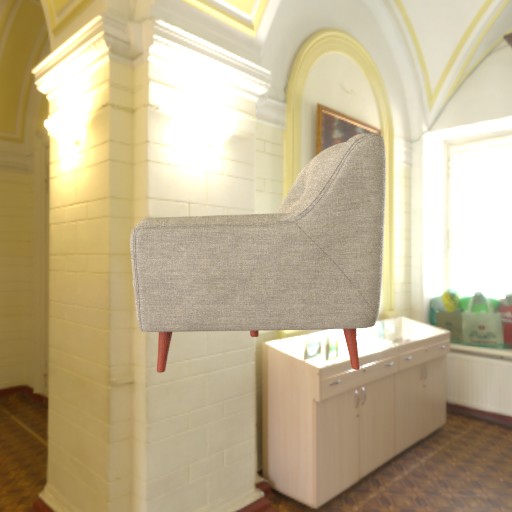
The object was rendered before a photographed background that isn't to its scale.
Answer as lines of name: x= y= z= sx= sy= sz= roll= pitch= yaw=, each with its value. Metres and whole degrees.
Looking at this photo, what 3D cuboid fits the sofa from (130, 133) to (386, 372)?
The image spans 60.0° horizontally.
sofa: x=0.000 y=0.000 z=2.458 sx=0.976 sy=0.897 sz=1.930 roll=0 pitch=-1 yaw=0
